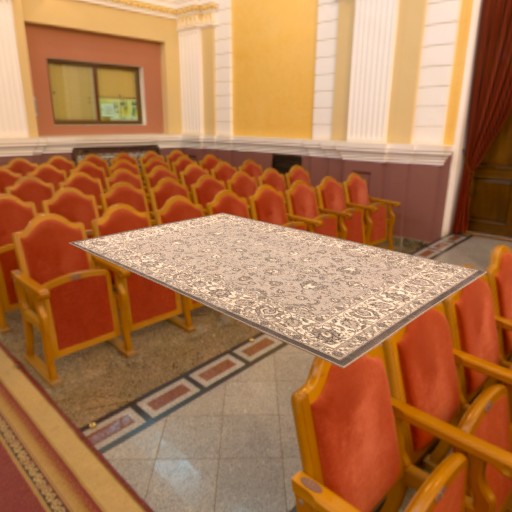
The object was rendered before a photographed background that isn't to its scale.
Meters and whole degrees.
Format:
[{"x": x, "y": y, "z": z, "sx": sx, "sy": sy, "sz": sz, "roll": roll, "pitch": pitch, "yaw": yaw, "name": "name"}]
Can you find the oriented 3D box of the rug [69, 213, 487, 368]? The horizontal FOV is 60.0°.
[{"x": 0.000, "y": 0.000, "z": 2.991, "sx": 2.438, "sy": 0.011, "sz": 1.524, "roll": 17, "pitch": 24, "yaw": 42, "name": "rug"}]
